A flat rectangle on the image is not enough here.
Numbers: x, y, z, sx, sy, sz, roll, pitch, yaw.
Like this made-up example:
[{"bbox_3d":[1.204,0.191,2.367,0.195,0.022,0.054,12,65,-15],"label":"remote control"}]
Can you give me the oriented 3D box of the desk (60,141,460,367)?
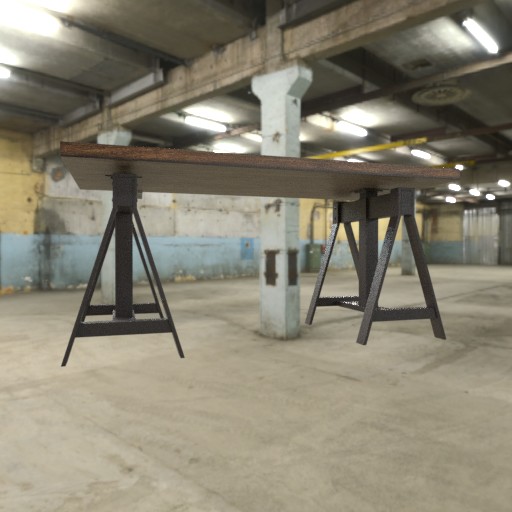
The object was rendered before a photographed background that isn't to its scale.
[{"bbox_3d":[0.000,0.000,1.984,1.543,0.725,0.784,0,0,-17],"label":"desk"}]
